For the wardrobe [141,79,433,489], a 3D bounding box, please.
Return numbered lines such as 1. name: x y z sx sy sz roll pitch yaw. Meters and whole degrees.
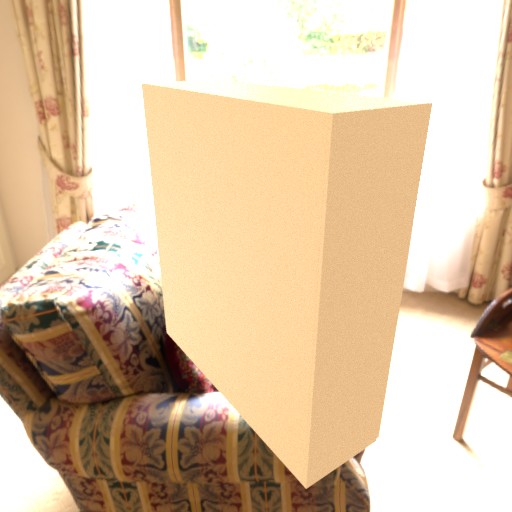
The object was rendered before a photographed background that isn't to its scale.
1. wardrobe: 0.000 0.000 2.882 0.600 2.020 1.830 -17 30 -31
